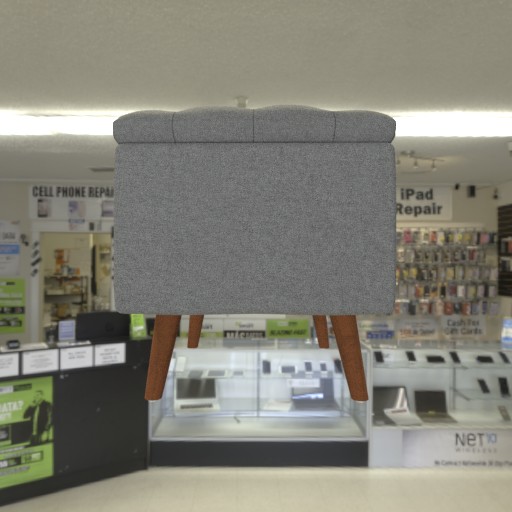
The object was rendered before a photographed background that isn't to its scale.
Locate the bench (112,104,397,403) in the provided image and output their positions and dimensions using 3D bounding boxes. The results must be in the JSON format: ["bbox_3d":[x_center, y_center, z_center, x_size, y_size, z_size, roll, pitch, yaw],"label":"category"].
[{"bbox_3d":[0.000,0.000,0.917,0.417,0.469,0.572,0,0,1],"label":"bench"}]
